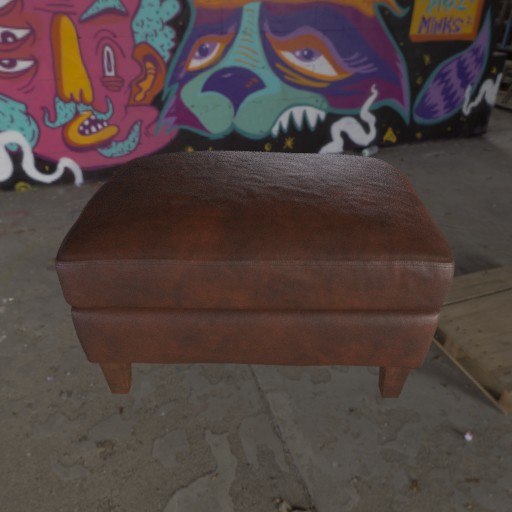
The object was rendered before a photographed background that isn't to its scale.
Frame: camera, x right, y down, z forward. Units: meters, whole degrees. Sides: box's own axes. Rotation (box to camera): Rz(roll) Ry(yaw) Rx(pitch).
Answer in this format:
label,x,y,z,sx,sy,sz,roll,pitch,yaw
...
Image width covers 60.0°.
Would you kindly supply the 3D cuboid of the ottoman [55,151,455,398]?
label,x,y,z,sx,sy,sz,roll,pitch,yaw
ottoman,0.000,0.000,1.279,0.887,0.527,0.659,1,32,1
